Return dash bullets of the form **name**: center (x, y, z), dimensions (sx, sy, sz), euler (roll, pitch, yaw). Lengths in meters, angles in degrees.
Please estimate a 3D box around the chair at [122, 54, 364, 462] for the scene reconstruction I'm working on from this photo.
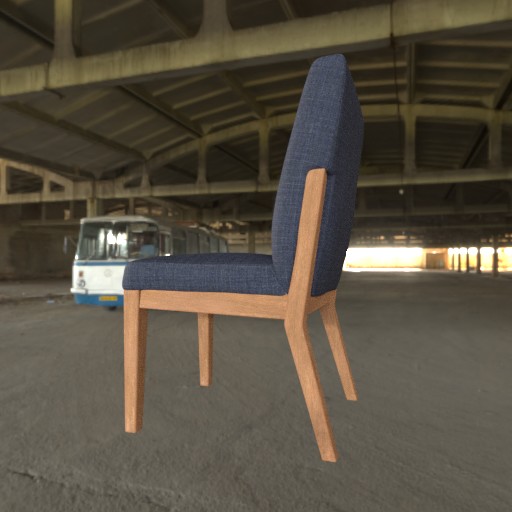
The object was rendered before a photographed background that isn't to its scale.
- **chair**: center (0.000, 0.000, 1.284), dimensions (0.586, 0.911, 0.507), euler (0, -1, 18)
